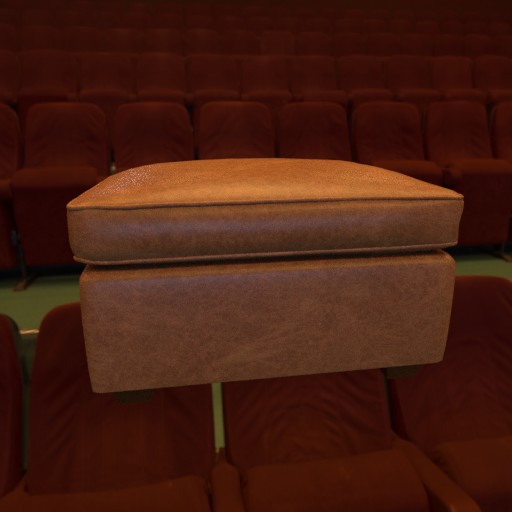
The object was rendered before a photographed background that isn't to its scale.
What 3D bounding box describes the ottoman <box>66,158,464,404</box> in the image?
[{"bbox_3d":[0.000,0.000,1.098,0.756,0.468,0.554,-3,16,-9],"label":"ottoman"}]
